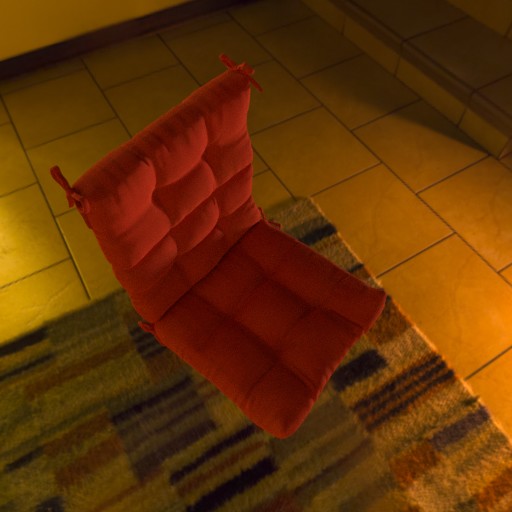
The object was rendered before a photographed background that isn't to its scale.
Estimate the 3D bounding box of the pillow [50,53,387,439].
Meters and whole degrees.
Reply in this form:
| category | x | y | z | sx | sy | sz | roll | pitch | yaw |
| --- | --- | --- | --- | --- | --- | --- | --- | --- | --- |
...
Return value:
| category | x | y | z | sx | sy | sz | roll | pitch | yaw |
| --- | --- | --- | --- | --- | --- | --- | --- | --- | --- |
| pillow | 0.000 | 0.000 | 1.026 | 0.571 | 0.605 | 0.519 | 34 | 63 | 20 |
